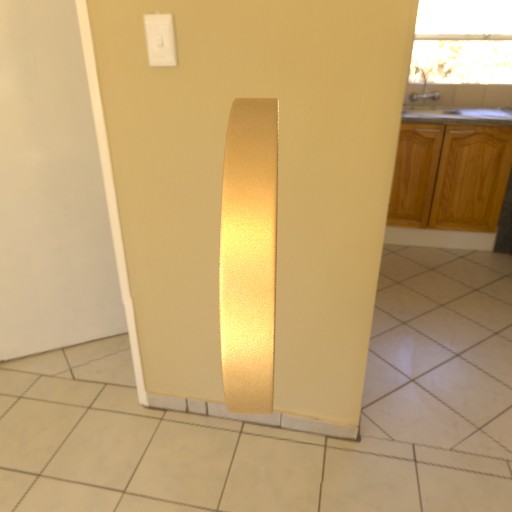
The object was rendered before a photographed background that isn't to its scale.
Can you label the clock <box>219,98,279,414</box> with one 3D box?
[{"bbox_3d":[0.000,0.000,0.467,0.040,0.314,0.314,1,26,2],"label":"clock"}]
